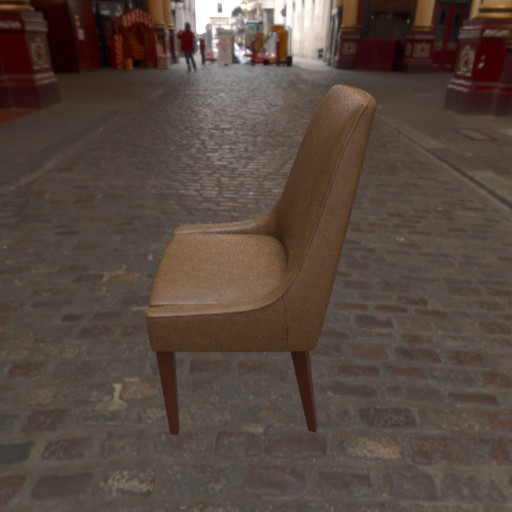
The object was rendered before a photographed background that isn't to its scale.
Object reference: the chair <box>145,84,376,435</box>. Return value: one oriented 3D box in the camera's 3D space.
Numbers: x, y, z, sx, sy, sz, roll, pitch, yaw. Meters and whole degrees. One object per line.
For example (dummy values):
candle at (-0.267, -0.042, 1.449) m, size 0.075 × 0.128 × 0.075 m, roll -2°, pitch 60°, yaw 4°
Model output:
chair at (0.000, 0.000, 1.226) m, size 0.544 × 0.861 × 0.529 m, roll -1°, pitch 27°, yaw -1°
